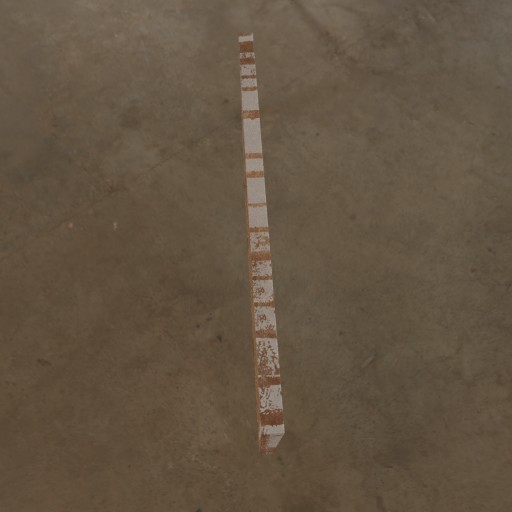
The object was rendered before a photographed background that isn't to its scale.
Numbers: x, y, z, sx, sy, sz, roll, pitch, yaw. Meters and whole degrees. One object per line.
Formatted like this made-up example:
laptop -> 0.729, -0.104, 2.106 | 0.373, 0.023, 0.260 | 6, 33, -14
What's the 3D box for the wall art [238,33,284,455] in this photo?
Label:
wall art -> 0.000, 0.000, 1.150 | 0.035, 0.609, 0.914 | -3, 63, -1
